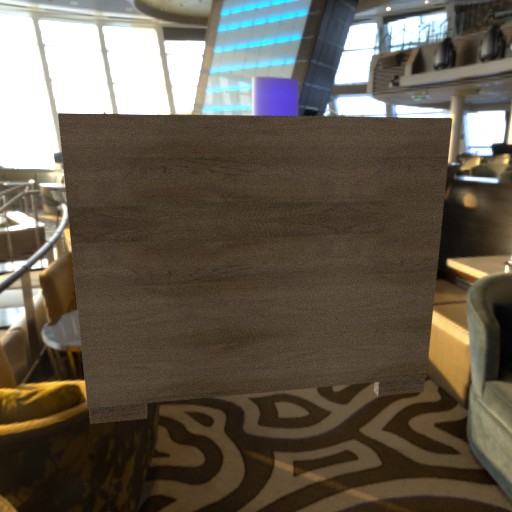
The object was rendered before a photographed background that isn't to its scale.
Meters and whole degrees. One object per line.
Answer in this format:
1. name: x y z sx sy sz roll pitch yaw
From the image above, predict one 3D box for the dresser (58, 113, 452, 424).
1. dresser: 0.000 0.000 1.390 0.994 0.816 0.404 -2 14 -9
